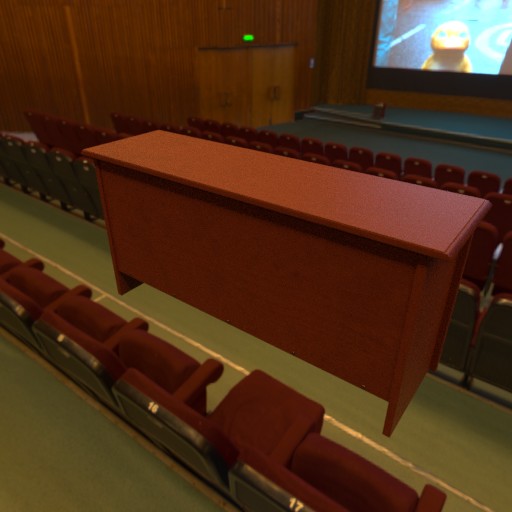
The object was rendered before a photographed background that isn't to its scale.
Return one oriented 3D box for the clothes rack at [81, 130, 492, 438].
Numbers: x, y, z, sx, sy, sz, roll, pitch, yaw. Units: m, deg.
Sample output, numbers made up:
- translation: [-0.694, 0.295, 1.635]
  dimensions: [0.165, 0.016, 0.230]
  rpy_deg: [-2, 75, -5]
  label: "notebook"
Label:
- translation: [0.000, 0.000, 1.480]
  dimensions: [1.251, 0.594, 0.362]
  rpy_deg: [20, 35, 31]
  label: "clothes rack"
